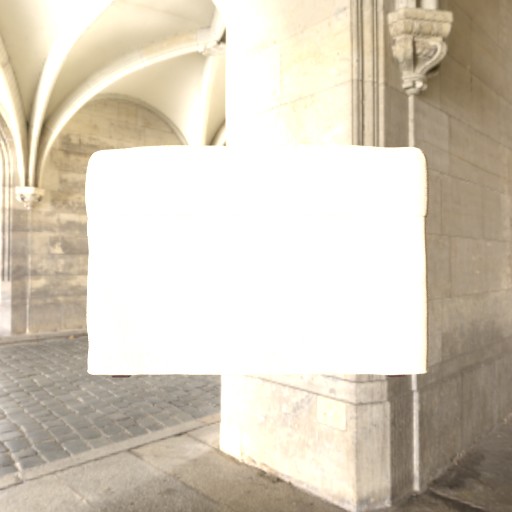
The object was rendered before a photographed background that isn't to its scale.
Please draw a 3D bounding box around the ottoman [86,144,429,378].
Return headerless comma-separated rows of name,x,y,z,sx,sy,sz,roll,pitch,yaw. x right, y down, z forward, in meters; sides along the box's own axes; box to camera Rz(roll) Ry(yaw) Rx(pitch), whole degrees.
ottoman,0.000,0.000,1.223,0.650,0.485,0.833,0,-1,0
